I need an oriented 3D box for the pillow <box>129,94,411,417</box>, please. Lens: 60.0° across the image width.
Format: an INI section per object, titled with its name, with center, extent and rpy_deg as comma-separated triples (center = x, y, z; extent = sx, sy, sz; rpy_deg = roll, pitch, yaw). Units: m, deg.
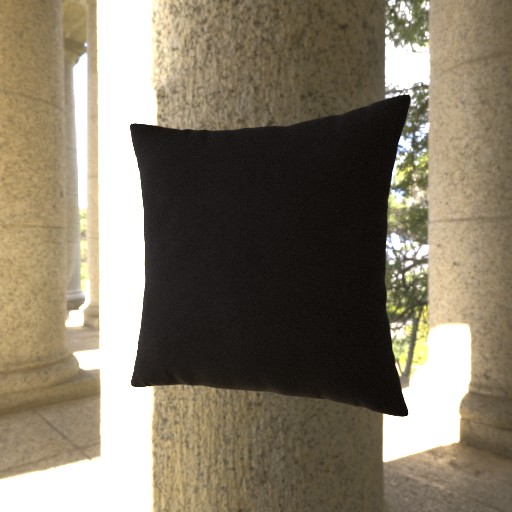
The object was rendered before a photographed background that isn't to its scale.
[pillow]
center = 0.000, 0.000, 0.776
extent = 0.511, 0.509, 0.161
rpy_deg = 0, 1, 18
